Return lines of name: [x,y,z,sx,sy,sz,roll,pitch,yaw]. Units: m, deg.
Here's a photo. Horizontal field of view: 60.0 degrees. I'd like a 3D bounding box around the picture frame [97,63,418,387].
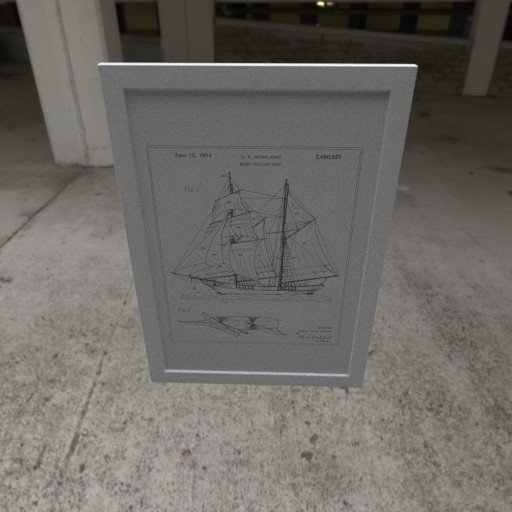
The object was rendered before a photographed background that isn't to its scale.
picture frame: [0.000,0.000,0.666,0.381,0.534,0.012,1,31,2]
